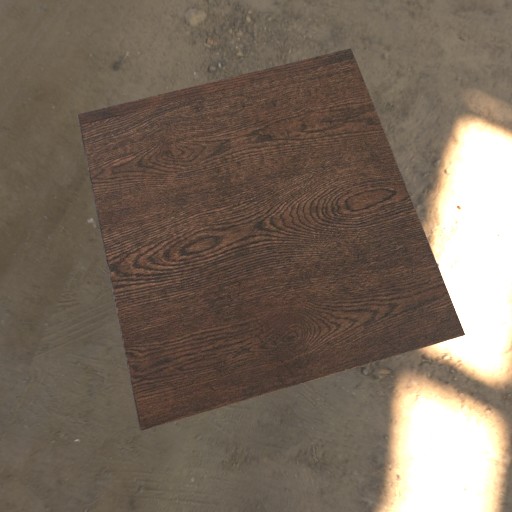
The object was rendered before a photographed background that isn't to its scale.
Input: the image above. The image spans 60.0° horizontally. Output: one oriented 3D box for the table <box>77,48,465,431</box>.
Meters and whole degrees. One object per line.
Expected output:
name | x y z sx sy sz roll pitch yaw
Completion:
table | 0.000 0.000 1.008 0.506 0.582 0.566 -15 75 -4
